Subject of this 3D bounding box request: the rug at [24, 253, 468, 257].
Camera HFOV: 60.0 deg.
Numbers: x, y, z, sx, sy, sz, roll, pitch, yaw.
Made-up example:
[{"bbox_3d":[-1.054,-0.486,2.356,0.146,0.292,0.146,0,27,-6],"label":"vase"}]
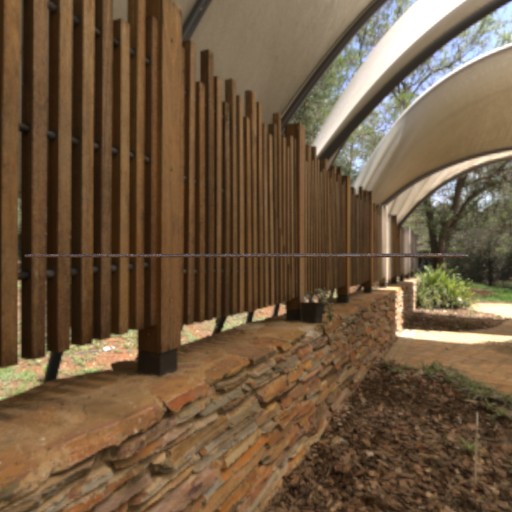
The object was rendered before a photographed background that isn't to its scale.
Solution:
[{"bbox_3d":[0.000,0.000,3.014,2.449,0.018,1.539,0,0,19],"label":"rug"}]
